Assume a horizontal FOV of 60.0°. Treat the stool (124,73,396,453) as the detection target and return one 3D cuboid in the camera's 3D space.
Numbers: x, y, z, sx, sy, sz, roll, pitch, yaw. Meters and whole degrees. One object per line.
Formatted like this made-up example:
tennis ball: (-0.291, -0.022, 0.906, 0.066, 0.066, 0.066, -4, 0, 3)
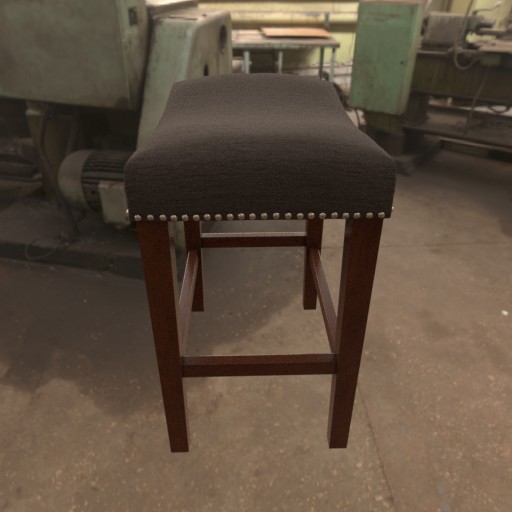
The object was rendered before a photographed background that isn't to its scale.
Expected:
stool: (0.000, 0.000, 0.941, 0.372, 0.654, 0.504, -1, 33, -1)
